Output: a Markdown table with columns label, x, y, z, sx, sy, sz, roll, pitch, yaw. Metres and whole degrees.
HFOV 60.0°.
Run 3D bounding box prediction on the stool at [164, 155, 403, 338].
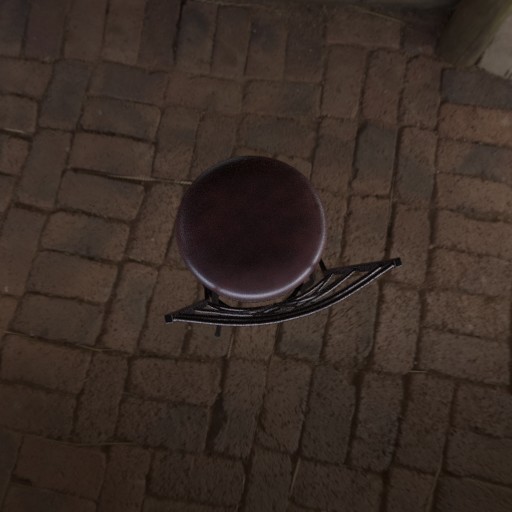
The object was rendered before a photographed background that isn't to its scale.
| label | x | y | z | sx | sy | sz | roll | pitch | yaw |
| --- | --- | --- | --- | --- | --- | --- | --- | --- | --- |
| stool | 0.000 | 0.000 | 1.374 | 0.434 | 1.117 | 0.534 | -14 | 76 | -4 |
